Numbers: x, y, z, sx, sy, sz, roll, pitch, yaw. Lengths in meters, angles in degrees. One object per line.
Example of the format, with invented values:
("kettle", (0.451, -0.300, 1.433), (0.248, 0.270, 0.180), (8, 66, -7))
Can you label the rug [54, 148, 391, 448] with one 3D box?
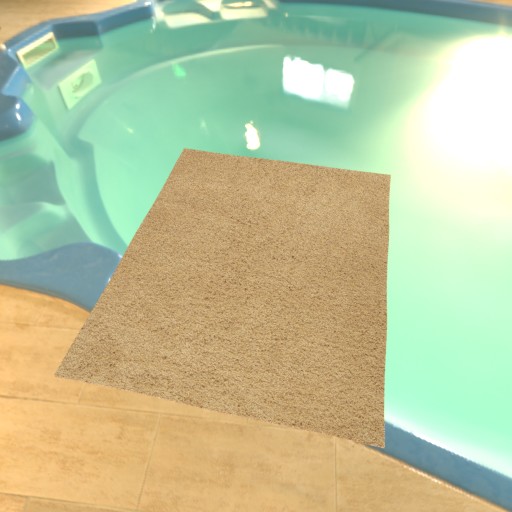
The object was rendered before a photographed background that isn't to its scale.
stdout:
("rug", (0.000, 0.000, 4.093), (2.400, 0.025, 3.000), (9, 48, 8))
